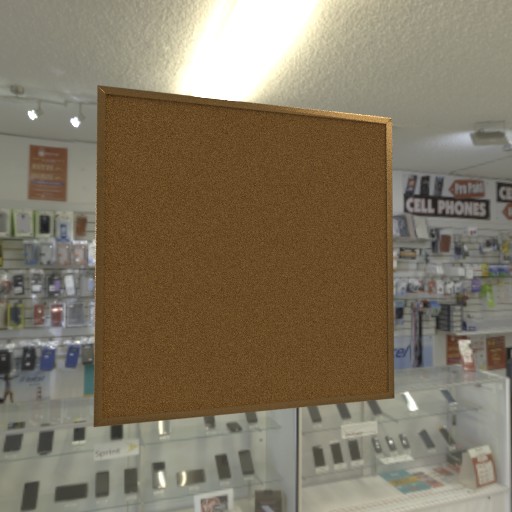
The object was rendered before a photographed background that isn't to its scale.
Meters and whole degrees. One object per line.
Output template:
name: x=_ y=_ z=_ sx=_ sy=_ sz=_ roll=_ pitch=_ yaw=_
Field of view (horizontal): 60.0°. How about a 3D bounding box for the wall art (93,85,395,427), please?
wall art: x=0.000 y=0.000 z=0.744 sx=0.505 sy=0.505 sz=0.037 roll=1 pitch=-2 yaw=-17
